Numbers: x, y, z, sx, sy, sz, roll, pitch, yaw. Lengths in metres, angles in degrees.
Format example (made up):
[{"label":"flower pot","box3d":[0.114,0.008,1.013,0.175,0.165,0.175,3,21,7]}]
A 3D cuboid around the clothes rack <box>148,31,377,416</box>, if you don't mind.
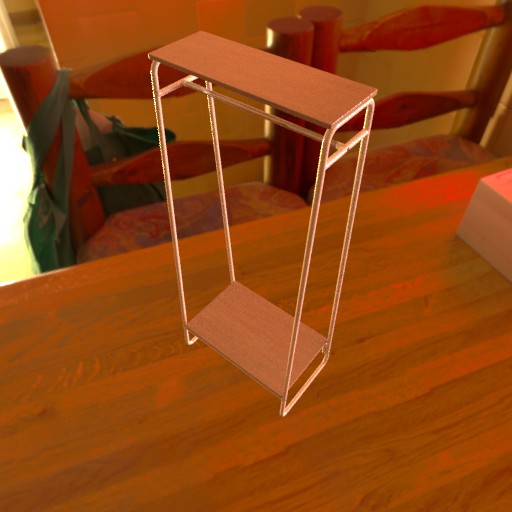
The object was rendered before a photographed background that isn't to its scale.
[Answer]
[{"label":"clothes rack","box3d":[0.000,0.000,1.785,0.640,1.512,0.400,30,54,25]}]
